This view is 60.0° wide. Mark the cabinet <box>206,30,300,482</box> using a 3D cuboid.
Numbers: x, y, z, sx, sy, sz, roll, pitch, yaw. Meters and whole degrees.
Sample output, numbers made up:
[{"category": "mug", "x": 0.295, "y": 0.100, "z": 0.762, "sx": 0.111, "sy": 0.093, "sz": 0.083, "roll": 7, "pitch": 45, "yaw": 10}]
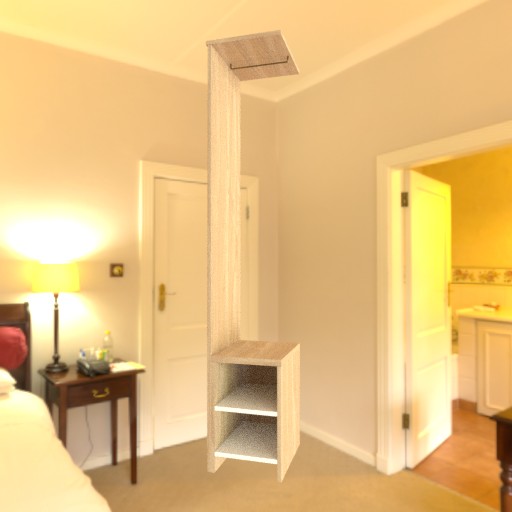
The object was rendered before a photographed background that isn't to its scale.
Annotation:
[{"category": "cabinet", "x": 0.000, "y": 0.000, "z": 2.076, "sx": 0.338, "sy": 1.879, "sz": 0.411, "roll": 0, "pitch": -1, "yaw": 16}]
